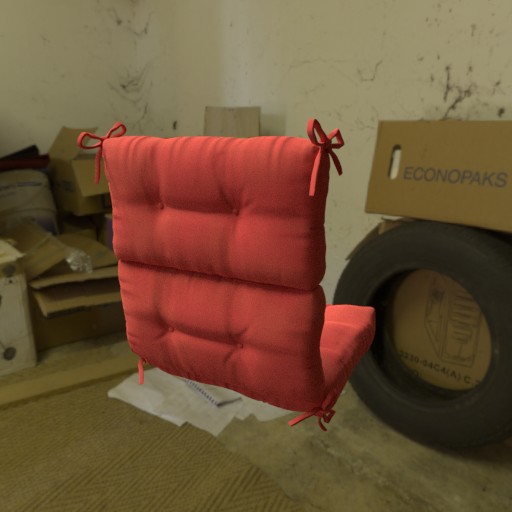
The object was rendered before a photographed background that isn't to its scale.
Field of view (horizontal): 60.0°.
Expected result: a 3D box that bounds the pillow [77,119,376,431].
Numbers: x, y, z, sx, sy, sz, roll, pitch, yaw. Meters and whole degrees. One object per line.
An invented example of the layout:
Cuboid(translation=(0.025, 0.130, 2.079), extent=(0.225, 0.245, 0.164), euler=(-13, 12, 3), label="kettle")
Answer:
Cuboid(translation=(0.000, 0.000, 1.051), extent=(0.519, 0.605, 0.571), euler=(8, 17, 26), label="pillow")
